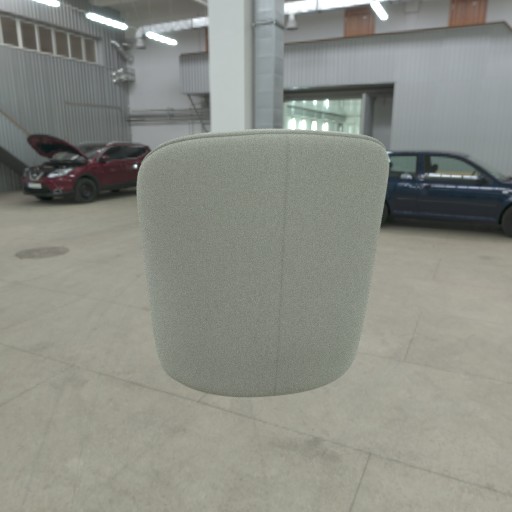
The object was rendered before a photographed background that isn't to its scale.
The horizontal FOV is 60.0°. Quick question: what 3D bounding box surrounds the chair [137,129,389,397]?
[{"bbox_3d":[0.000,0.000,1.489,0.747,0.799,0.875,-2,15,-9],"label":"chair"}]
